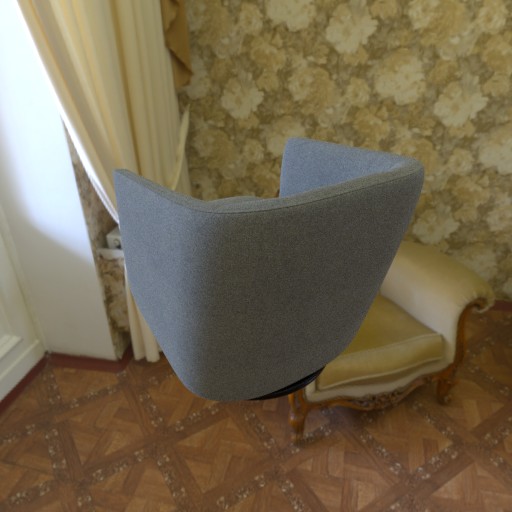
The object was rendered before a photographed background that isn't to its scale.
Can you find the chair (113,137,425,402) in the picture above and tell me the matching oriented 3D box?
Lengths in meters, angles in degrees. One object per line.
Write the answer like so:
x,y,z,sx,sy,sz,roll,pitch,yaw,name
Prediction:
0.000,0.000,1.630,0.822,0.861,0.986,-18,34,-28,chair
